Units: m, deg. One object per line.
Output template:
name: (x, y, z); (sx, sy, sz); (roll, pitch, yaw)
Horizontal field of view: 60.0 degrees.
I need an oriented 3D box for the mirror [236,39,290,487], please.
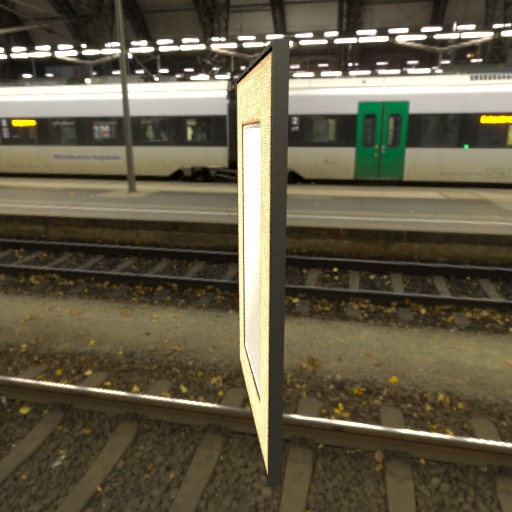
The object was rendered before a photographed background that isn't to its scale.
mirror: (0.000, 0.000, 1.522); (0.038, 1.219, 0.762); (-2, 16, -8)
